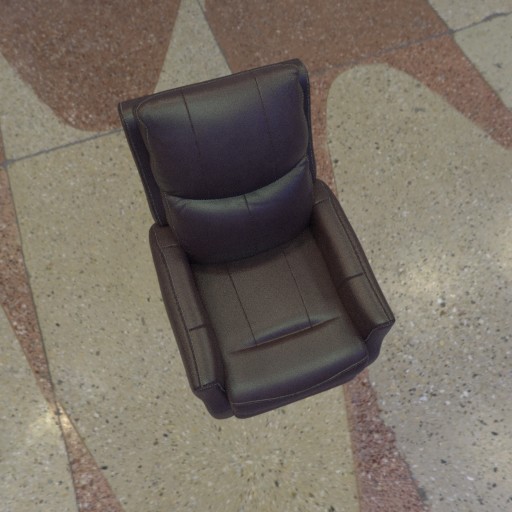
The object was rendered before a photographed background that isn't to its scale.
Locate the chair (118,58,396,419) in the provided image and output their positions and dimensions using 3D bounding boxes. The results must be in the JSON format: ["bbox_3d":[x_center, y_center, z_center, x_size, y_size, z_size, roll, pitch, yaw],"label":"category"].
[{"bbox_3d":[0.000,0.000,1.745,0.829,1.030,1.080,-17,67,-8],"label":"chair"}]
